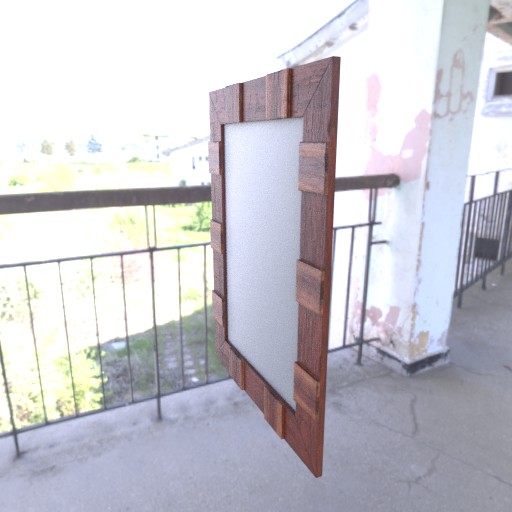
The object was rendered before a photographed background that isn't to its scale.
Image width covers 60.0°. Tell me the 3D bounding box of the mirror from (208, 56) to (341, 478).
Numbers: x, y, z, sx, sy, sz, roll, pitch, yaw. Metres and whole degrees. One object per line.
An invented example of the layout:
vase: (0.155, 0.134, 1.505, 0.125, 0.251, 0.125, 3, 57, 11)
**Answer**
mirror: (0.000, 0.000, 1.076, 0.021, 0.805, 0.600, -7, 16, -24)
